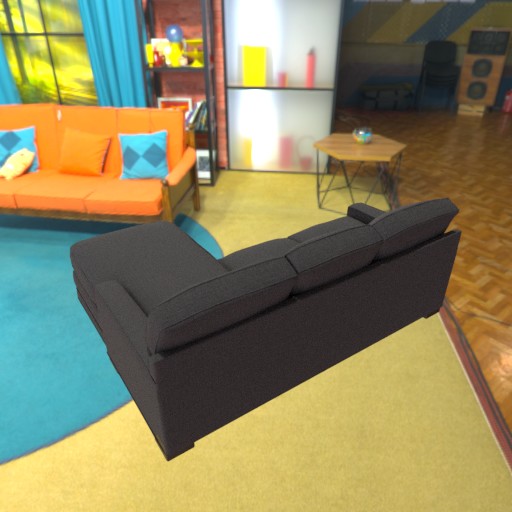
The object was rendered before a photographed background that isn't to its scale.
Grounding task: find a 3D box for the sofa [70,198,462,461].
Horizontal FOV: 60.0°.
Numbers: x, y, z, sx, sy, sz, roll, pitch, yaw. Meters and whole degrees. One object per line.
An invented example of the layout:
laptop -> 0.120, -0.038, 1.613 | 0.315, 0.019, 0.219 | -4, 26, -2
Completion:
sofa -> 0.000, 0.000, 3.347 | 2.370, 0.973, 1.790 | -19, 35, -29
